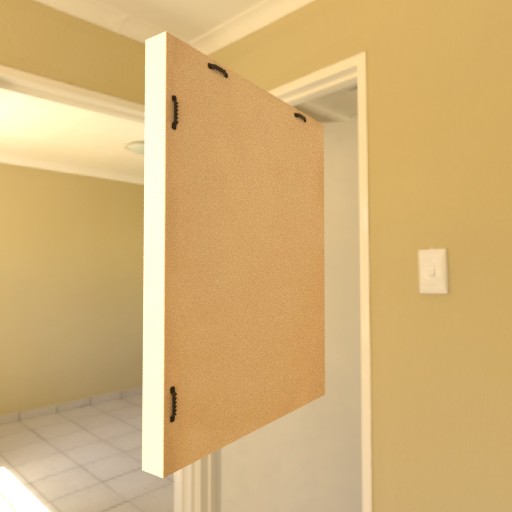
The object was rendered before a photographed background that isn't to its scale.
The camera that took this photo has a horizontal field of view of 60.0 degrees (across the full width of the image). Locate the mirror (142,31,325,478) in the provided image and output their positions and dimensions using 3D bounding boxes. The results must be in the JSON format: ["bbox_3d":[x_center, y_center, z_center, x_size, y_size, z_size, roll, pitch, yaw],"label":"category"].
[{"bbox_3d":[0.000,0.000,0.677,0.041,0.508,0.405,-1,-2,35],"label":"mirror"}]
